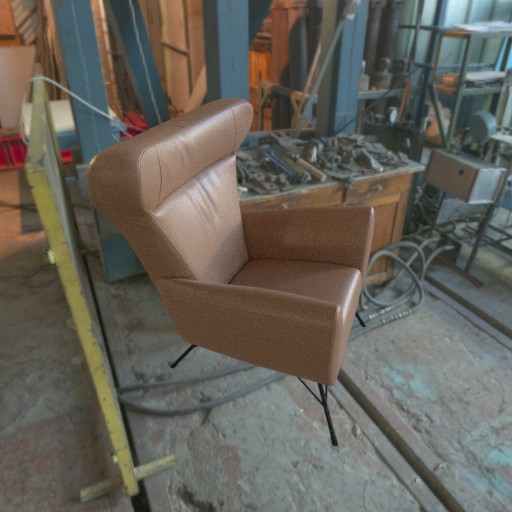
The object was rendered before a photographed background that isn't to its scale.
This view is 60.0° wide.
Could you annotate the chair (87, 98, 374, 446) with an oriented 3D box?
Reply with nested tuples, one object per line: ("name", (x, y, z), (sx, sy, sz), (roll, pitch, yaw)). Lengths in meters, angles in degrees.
("chair", (0.000, 0.000, 1.788), (0.900, 1.050, 0.980), (10, 32, 17))
